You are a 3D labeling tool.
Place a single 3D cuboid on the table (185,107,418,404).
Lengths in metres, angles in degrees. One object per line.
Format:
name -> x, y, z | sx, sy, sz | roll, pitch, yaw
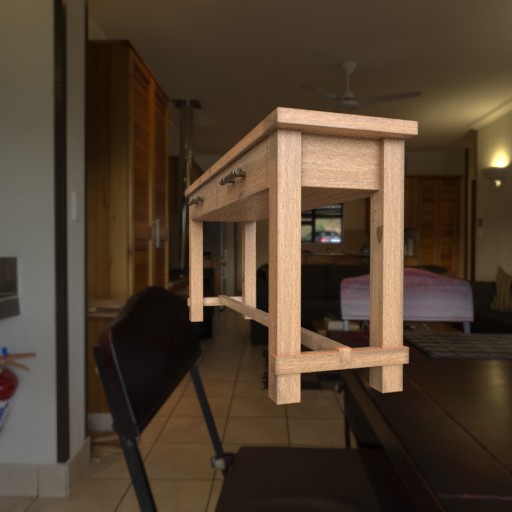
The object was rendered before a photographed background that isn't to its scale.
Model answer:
table -> 0.000, 0.000, 1.924 | 0.442, 0.762, 1.599 | 0, 1, -17
